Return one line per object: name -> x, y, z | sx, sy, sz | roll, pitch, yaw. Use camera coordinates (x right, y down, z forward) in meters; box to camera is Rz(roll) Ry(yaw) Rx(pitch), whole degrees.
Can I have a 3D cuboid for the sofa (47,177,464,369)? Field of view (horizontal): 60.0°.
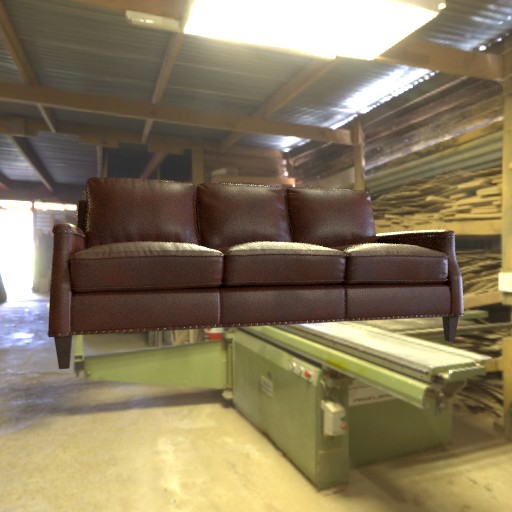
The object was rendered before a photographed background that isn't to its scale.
sofa -> 0.000, 0.000, 2.757 | 2.240, 1.003, 1.084 | 0, 0, -17
